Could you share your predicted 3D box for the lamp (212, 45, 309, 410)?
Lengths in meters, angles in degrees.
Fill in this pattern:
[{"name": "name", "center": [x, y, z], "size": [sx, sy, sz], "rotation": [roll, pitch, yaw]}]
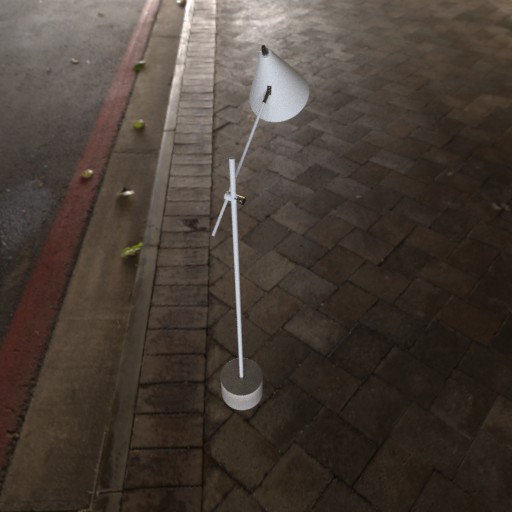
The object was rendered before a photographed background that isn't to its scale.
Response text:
[{"name": "lamp", "center": [0.000, 0.000, 1.617], "size": [0.223, 1.430, 0.508], "rotation": [22, 49, 20]}]
